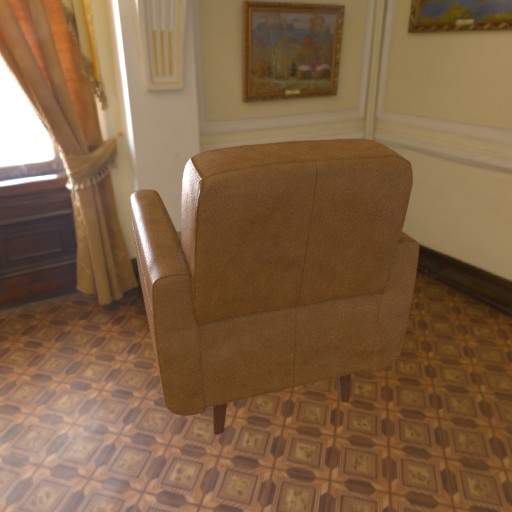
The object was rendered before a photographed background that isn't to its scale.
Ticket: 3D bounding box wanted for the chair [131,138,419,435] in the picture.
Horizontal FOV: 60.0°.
[{"bbox_3d":[0.000,0.000,1.667,0.845,0.968,0.942,-8,27,-16],"label":"chair"}]
